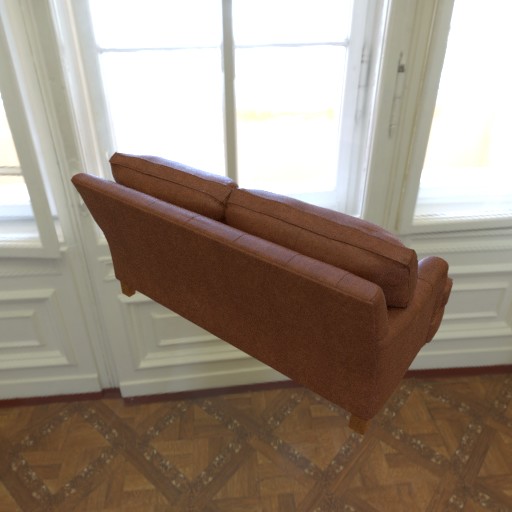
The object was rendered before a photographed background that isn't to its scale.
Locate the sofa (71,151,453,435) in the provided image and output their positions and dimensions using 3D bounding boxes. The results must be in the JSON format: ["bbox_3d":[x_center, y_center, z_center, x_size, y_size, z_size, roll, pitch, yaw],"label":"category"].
[{"bbox_3d":[0.000,0.000,2.793,2.144,1.071,1.147,22,38,32],"label":"sofa"}]
